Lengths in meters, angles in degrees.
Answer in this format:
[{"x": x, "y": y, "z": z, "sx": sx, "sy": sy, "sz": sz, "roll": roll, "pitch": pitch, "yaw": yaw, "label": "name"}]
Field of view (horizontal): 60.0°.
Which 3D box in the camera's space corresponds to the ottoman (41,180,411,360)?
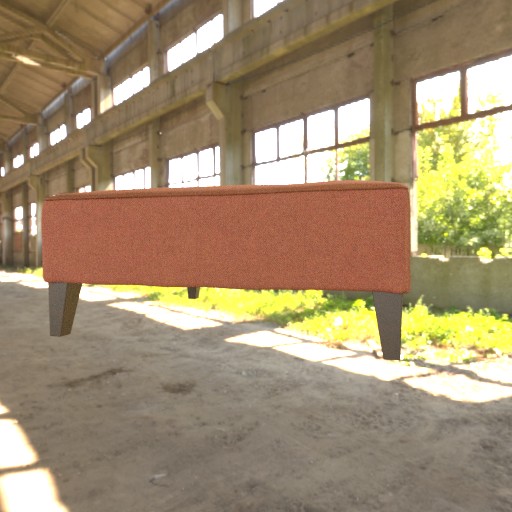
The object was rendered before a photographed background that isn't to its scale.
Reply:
[{"x": 0.000, "y": 0.000, "z": 1.568, "sx": 0.999, "sy": 0.438, "sz": 0.997, "roll": 0, "pitch": 1, "yaw": 16, "label": "ottoman"}]
